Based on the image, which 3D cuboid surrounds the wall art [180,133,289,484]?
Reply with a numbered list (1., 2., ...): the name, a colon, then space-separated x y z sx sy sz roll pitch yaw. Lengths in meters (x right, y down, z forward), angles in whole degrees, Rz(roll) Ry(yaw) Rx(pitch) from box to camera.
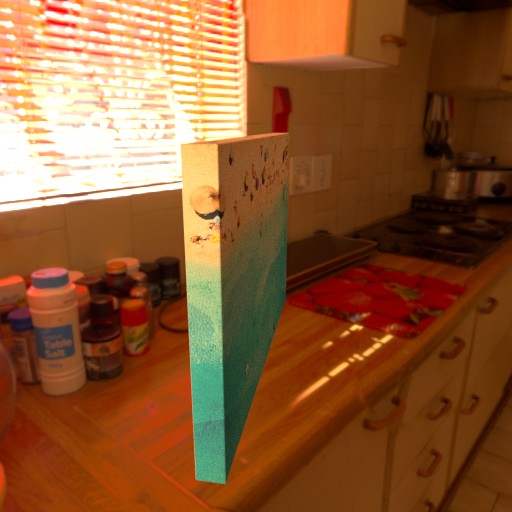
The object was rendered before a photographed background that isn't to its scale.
1. wall art: 0.000 0.000 0.777 0.039 0.406 0.609 3 17 10
